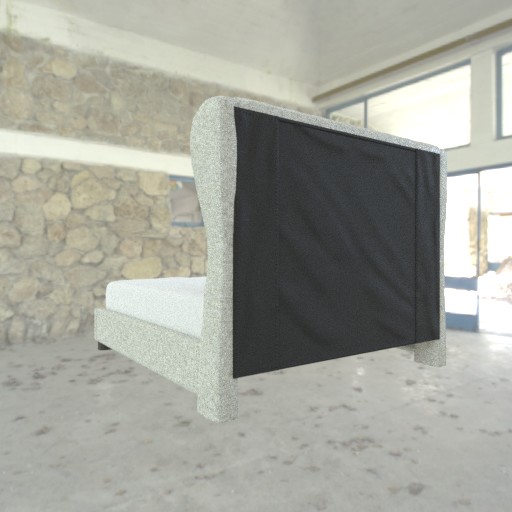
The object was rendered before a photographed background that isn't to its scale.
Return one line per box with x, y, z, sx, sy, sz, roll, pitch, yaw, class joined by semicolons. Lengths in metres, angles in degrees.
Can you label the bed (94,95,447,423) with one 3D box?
0.000;0.000;3.914;2.219;1.771;2.347;0;0;-36;bed
